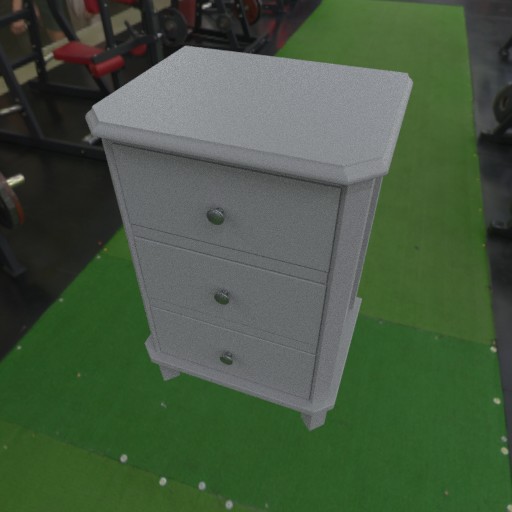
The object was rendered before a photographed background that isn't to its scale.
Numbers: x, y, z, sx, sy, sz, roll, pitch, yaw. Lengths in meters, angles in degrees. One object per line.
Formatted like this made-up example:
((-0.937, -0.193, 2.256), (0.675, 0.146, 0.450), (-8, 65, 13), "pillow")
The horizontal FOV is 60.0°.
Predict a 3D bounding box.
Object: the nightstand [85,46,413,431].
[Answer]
((0.000, 0.000, 0.920), (0.450, 0.680, 0.350), (14, 44, 15), "nightstand")
